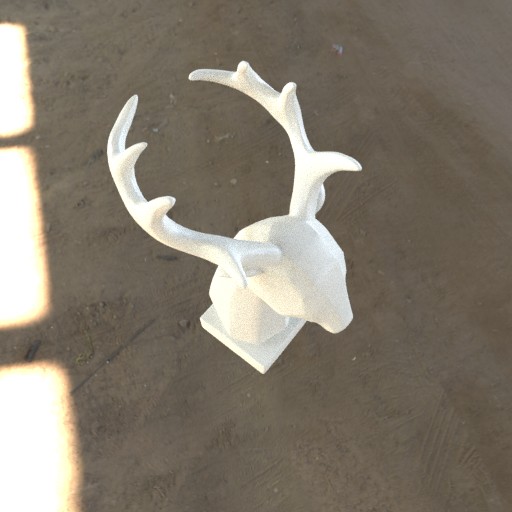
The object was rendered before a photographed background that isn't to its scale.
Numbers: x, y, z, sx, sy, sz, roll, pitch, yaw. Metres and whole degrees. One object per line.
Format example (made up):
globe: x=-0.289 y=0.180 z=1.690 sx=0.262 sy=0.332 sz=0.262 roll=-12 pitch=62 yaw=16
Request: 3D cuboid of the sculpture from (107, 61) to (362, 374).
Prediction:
sculpture: x=0.000 y=0.000 z=0.444 sx=0.224 sy=0.329 sz=0.174 roll=34 pitch=65 yaw=19
